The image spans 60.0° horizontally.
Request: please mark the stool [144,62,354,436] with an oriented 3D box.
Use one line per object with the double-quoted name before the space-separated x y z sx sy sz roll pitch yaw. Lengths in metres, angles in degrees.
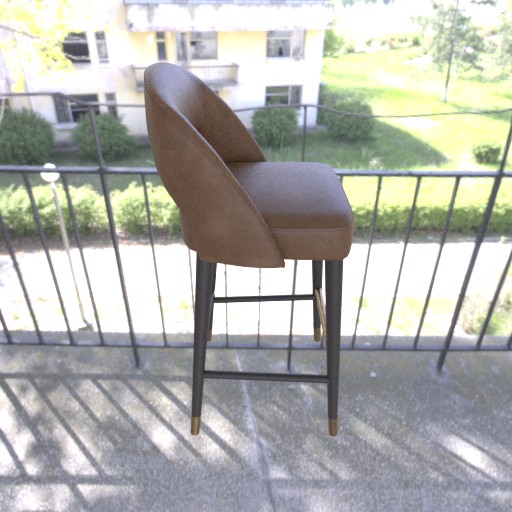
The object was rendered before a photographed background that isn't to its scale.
"stool" 0.000 0.000 1.298 0.509 1.037 0.494 0 31 0
